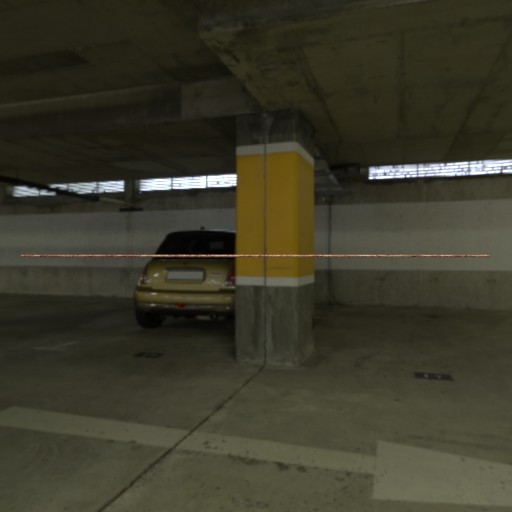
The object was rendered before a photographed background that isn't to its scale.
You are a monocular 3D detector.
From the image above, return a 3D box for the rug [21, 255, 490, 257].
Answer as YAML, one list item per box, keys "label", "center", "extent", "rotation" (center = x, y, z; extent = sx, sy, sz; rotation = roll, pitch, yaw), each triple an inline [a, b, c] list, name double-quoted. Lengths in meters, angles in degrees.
- label: "rug"
  center: [0.000, 0.000, 2.667]
  extent: [2.435, 0.011, 0.750]
  rotation: [0, 0, -1]
